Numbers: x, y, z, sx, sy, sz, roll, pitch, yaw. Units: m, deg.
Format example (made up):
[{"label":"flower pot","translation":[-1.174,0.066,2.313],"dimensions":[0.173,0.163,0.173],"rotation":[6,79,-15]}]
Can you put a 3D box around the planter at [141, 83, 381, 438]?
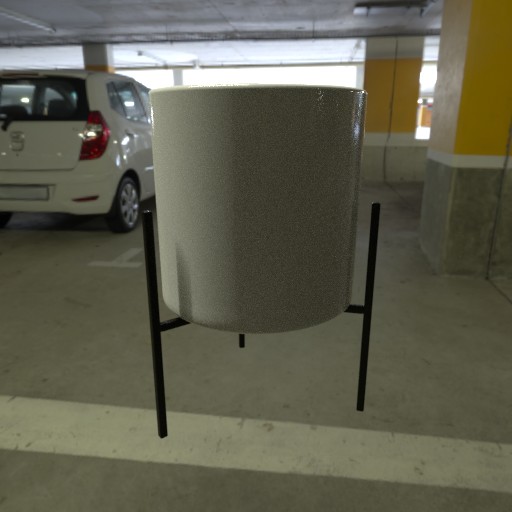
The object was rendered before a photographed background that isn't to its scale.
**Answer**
[{"label":"planter","translation":[0.000,0.000,0.513],"dimensions":[0.239,0.356,0.239],"rotation":[-3,17,-9]}]
